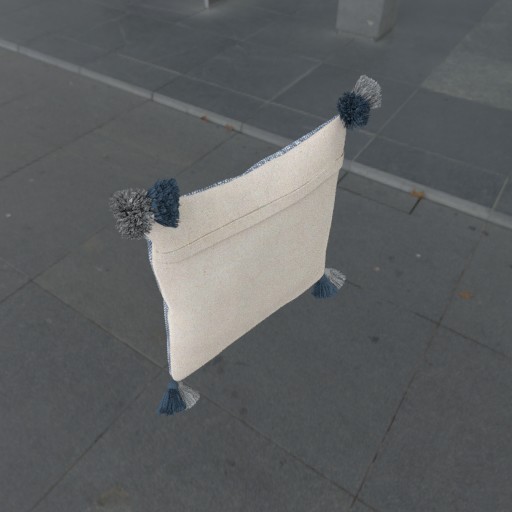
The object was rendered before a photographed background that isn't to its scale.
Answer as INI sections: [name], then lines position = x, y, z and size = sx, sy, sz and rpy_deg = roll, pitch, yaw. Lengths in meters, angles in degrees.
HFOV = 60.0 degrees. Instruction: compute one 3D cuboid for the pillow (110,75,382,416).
[pillow]
position = 0.000, 0.000, 0.924
size = 0.614, 0.634, 0.138
rpy_deg = -32, 54, -27
